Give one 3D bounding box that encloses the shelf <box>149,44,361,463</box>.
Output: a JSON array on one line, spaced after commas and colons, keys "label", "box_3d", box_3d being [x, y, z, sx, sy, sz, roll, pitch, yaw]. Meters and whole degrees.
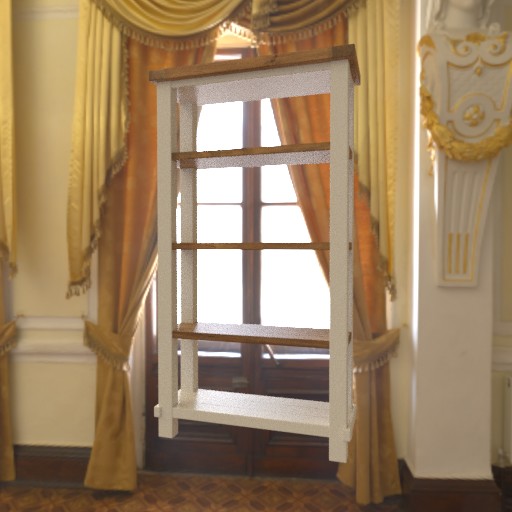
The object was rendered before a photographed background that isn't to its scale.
[{"label": "shelf", "box_3d": [0.000, 0.000, 2.295, 1.022, 1.878, 0.381, 0, 1, 17]}]
